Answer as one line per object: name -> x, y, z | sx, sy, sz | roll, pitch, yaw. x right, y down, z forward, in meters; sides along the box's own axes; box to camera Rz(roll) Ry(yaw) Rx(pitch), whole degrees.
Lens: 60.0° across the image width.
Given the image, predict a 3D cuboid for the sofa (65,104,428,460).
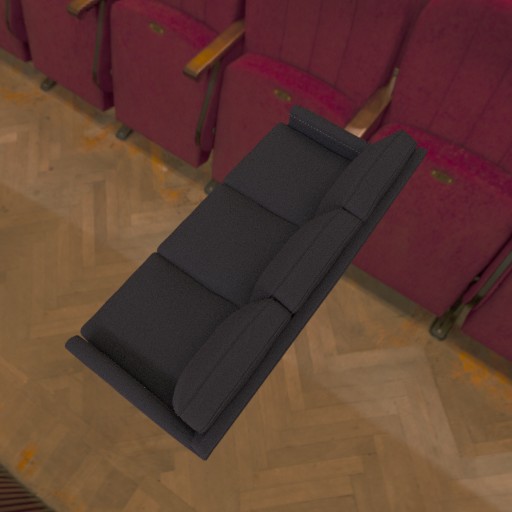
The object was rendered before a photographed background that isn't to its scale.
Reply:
sofa -> 0.000, 0.000, 2.787 | 1.084, 1.003, 2.246 | 33, 67, 16
